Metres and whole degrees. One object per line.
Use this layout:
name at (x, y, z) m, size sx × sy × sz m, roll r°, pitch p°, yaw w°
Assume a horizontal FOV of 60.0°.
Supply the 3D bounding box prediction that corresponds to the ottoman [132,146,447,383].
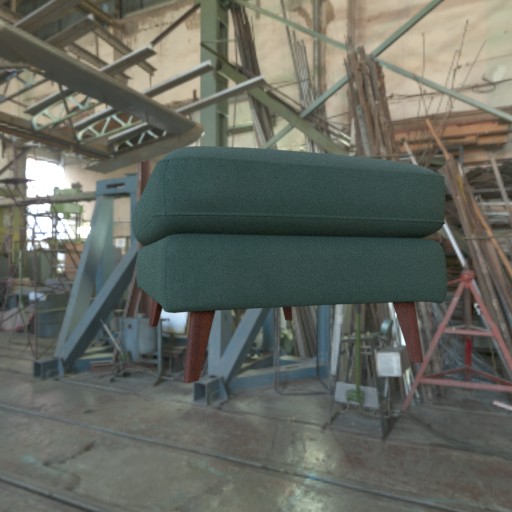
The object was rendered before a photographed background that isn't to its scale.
ottoman at (0.000, 0.000, 1.187) m, size 0.608 × 0.449 × 0.811 m, roll 0°, pitch -1°, yaw -18°
